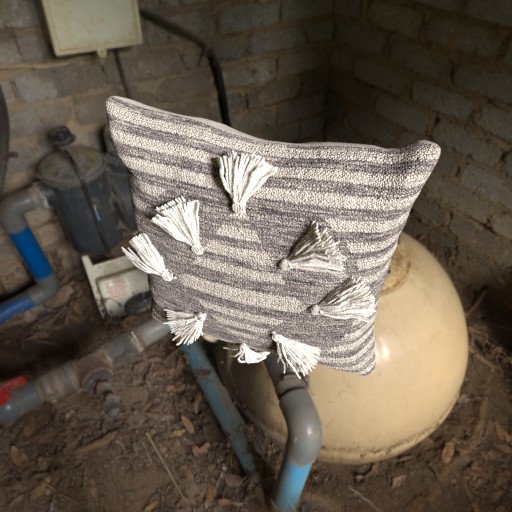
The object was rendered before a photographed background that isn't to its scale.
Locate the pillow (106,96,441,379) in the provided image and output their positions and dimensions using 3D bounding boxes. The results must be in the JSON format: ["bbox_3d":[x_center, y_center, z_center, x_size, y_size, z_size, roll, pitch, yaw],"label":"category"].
[{"bbox_3d":[0.000,0.000,0.761,0.484,0.490,0.234,12,43,13],"label":"pillow"}]
